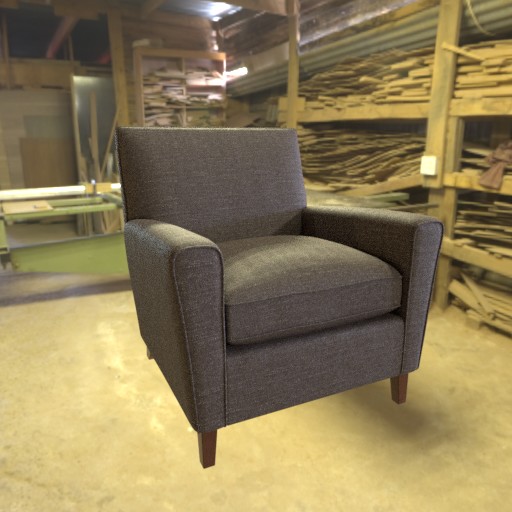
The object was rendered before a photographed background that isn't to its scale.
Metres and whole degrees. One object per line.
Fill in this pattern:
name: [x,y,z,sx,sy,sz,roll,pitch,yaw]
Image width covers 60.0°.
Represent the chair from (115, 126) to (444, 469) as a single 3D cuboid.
chair: [0.000,0.000,1.558,0.838,0.885,0.875,-7,16,-25]
